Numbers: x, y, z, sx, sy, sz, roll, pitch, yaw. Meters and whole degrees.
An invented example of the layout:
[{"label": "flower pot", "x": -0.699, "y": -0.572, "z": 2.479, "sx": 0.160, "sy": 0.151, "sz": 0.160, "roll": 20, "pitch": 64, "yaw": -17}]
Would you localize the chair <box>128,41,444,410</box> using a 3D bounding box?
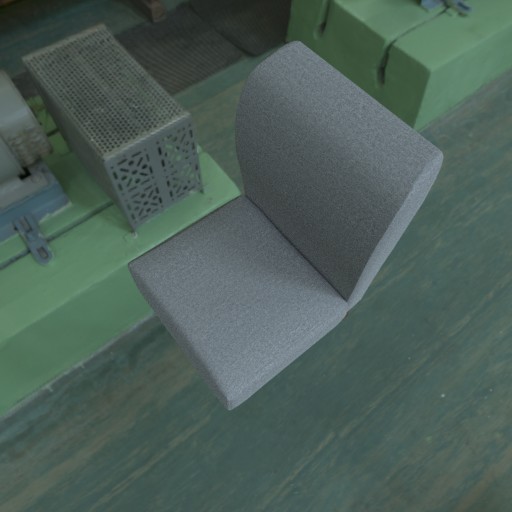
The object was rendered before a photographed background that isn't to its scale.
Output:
[{"label": "chair", "x": 0.000, "y": 0.000, "z": 1.195, "sx": 0.592, "sy": 0.804, "sz": 0.513, "roll": -36, "pitch": 67, "yaw": -18}]
